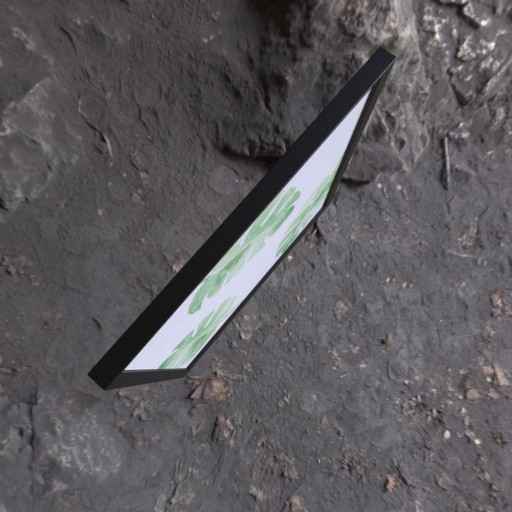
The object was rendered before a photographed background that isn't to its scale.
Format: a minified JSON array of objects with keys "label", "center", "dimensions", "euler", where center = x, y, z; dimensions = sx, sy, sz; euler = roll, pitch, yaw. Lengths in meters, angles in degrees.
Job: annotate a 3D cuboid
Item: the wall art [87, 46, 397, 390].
[{"label":"wall art","center":[0.000,0.000,1.118],"dimensions":[0.038,0.765,0.765],"euler":[39,79,9]}]
